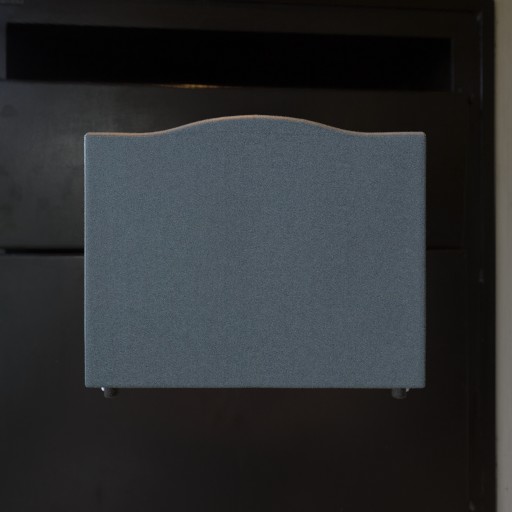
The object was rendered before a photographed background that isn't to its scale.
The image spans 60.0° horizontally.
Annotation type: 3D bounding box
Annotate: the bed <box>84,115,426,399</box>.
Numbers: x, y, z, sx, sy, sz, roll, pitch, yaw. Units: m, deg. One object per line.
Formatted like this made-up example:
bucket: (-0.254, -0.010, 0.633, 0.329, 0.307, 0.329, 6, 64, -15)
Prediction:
bed: (0.000, 0.000, 3.308, 1.753, 1.460, 2.143, 0, 0, 0)
